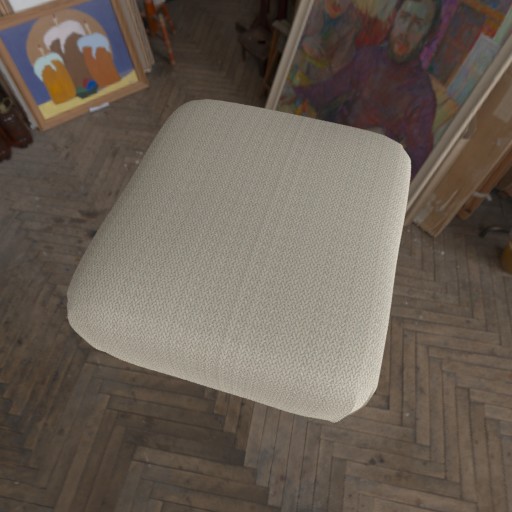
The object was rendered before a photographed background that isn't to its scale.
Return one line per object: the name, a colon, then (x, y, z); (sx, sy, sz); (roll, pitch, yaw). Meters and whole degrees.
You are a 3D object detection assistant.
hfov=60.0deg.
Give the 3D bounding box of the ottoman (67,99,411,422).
ottoman: (0.000, 0.000, 1.084); (0.622, 0.447, 0.684); (14, 59, 9)
